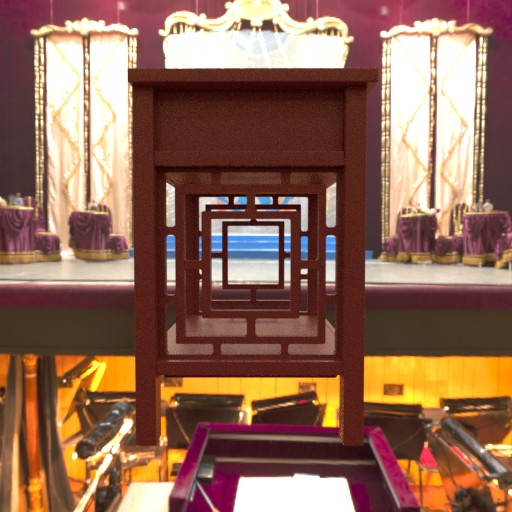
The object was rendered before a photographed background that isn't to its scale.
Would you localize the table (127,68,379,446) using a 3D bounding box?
[{"bbox_3d":[0.000,0.000,1.092,0.451,0.686,0.599,0,2,0],"label":"table"}]
